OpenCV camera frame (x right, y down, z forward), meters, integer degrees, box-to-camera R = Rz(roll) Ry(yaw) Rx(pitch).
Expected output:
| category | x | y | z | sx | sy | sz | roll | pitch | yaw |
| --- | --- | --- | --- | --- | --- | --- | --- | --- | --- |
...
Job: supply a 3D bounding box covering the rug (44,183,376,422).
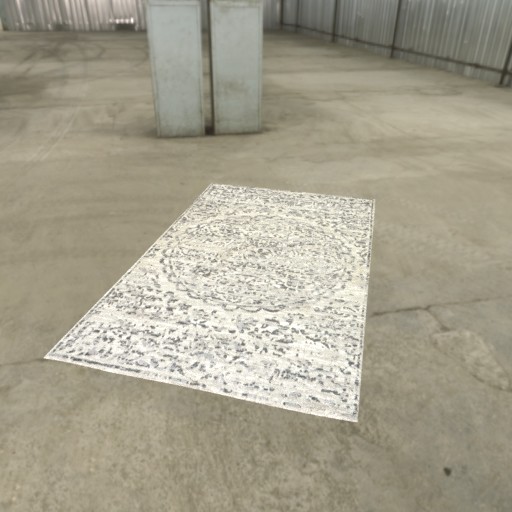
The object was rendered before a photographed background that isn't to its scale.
| category | x | y | z | sx | sy | sz | roll | pitch | yaw |
| --- | --- | --- | --- | --- | --- | --- | --- | --- | --- |
| rug | 0.000 | 0.000 | 3.041 | 1.527 | 0.021 | 2.447 | 8 | 31 | 13 |
